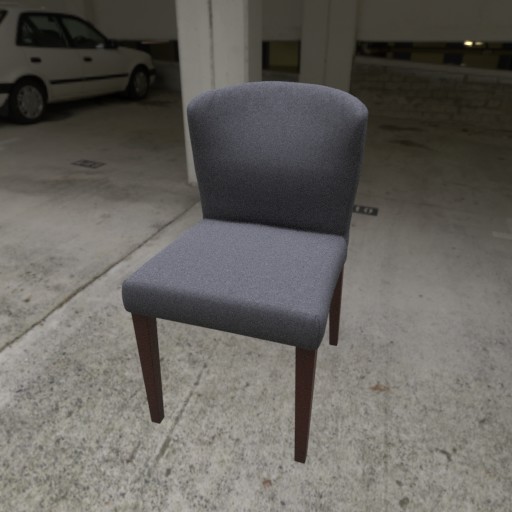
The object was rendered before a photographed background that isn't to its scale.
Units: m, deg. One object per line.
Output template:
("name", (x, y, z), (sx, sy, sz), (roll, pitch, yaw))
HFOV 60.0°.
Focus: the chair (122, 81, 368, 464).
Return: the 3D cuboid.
("chair", (0.000, 0.000, 1.208), (0.491, 0.839, 0.592), (8, 28, 16))
